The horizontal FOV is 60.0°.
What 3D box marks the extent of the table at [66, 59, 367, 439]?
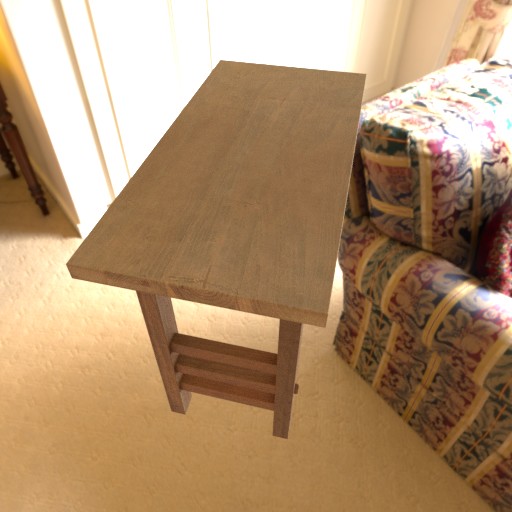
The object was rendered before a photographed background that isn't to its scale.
[{"bbox_3d":[0.000,0.000,1.596,0.556,0.914,1.119,10,46,10],"label":"table"}]
